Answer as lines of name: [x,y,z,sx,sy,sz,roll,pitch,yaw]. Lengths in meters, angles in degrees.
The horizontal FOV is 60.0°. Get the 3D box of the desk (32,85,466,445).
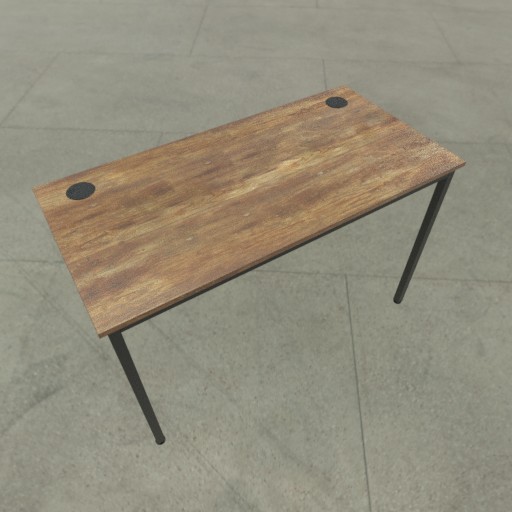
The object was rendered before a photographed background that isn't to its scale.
desk: [0.000,0.000,1.637,1.200,0.749,0.600,-25,52,-21]
